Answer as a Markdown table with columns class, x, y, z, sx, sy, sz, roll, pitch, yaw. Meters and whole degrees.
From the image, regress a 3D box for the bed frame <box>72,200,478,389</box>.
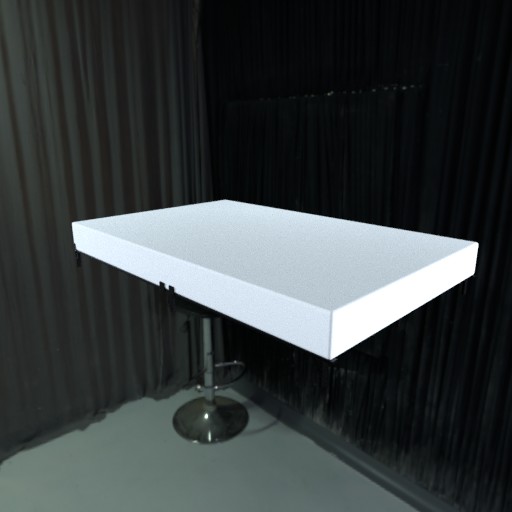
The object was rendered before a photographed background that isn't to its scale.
| class | x | y | z | sx | sy | sz | roll | pitch | yaw |
| --- | --- | --- | --- | --- | --- | --- | --- | --- | --- |
| bed frame | 0.000 | 0.000 | 3.846 | 1.930 | 0.440 | 2.987 | -16 | 22 | -43 |
